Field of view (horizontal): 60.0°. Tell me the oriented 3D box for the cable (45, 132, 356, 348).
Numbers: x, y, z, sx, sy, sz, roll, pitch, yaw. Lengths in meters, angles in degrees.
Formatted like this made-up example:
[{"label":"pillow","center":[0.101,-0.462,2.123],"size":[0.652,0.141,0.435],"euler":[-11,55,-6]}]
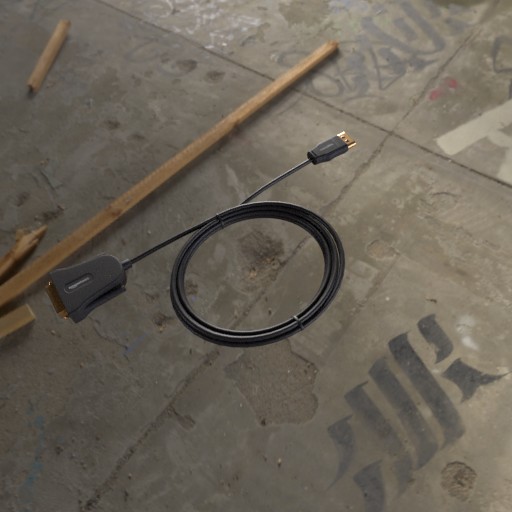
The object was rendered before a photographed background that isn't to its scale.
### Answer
[{"label":"cable","center":[0.000,0.000,0.333],"size":[0.281,0.015,0.136],"euler":[-29,62,-17]}]
